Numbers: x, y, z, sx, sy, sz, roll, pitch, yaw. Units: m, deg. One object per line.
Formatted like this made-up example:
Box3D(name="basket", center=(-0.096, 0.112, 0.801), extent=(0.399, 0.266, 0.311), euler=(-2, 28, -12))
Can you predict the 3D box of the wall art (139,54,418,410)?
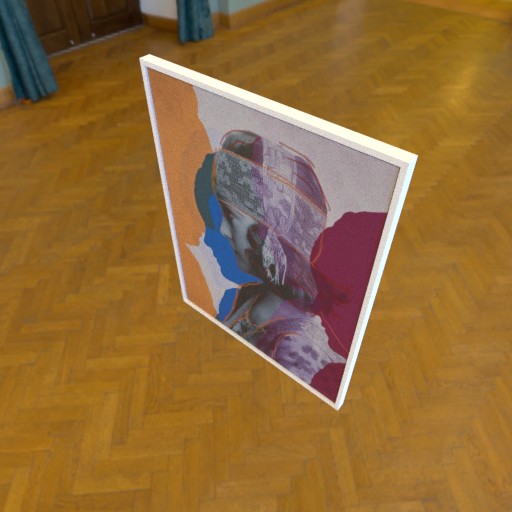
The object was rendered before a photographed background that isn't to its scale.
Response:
Box3D(name="wall art", center=(0.000, 0.000, 1.413), extent=(0.795, 1.050, 0.039), euler=(30, 53, 26))
